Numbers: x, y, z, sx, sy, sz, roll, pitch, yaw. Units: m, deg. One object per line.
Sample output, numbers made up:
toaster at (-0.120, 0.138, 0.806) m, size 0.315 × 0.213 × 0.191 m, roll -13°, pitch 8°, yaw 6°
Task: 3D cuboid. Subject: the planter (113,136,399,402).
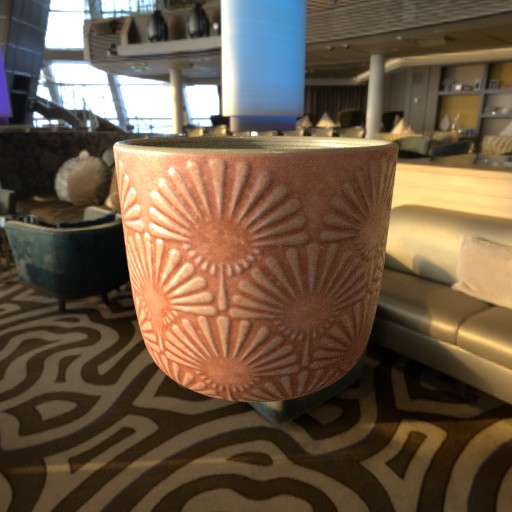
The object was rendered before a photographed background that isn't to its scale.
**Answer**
planter at (0.000, 0.000, 0.217) m, size 0.124 × 0.109 × 0.124 m, roll 0°, pitch 17°, yaw 0°
